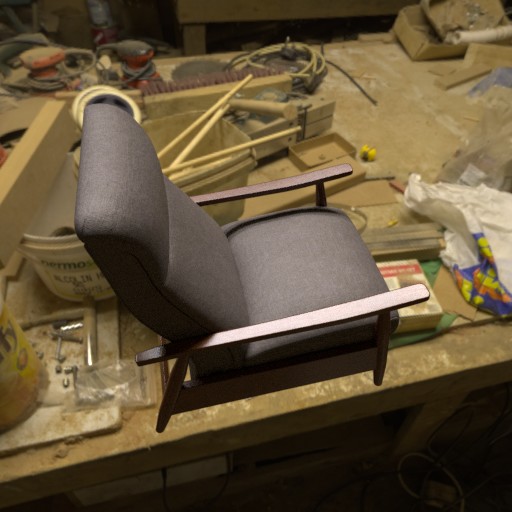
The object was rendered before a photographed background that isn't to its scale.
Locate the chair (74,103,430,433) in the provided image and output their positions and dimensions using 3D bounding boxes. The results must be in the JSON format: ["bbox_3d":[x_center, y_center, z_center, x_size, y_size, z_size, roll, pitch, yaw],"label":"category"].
[{"bbox_3d":[0.000,0.000,1.688,1.014,1.081,0.762,-9,48,-8],"label":"chair"}]
